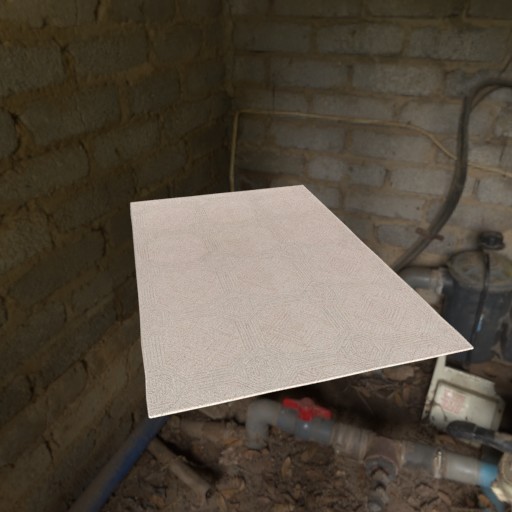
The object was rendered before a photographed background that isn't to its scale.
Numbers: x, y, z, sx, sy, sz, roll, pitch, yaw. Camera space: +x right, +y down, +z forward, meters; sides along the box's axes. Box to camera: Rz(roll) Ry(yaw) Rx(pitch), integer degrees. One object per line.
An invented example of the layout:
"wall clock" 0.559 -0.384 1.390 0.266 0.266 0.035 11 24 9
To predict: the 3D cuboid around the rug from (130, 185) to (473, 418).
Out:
"rug" 0.000 0.000 2.330 1.236 0.009 1.839 -8 31 -14
